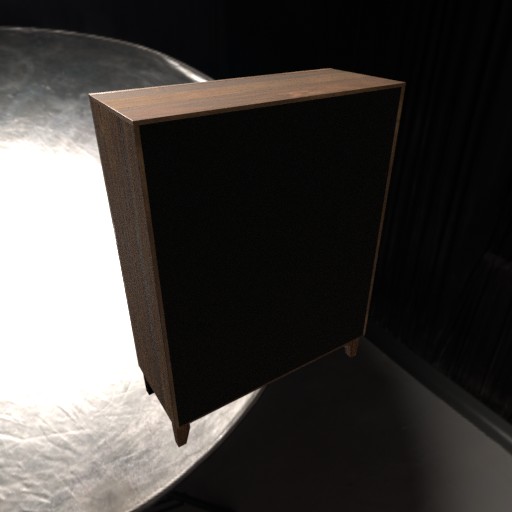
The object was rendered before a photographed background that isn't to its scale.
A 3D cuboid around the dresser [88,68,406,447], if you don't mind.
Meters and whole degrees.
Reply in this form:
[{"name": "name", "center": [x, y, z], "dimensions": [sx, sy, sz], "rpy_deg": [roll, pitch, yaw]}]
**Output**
[{"name": "dresser", "center": [0.000, 0.000, 1.931], "dimensions": [1.062, 1.393, 0.442], "rpy_deg": [-18, 35, -28]}]
